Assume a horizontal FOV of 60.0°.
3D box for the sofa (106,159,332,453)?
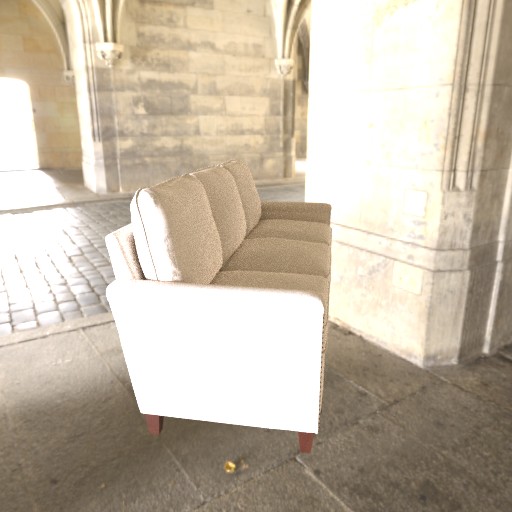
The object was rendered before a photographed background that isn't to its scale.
[{"bbox_3d":[0.000,0.000,2.451,0.828,0.961,1.925,3,17,9],"label":"sofa"}]
